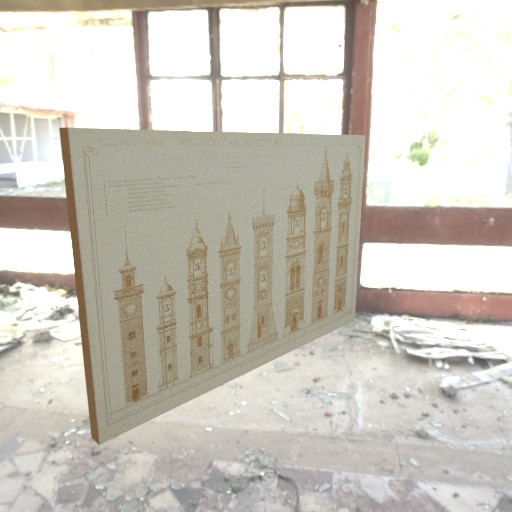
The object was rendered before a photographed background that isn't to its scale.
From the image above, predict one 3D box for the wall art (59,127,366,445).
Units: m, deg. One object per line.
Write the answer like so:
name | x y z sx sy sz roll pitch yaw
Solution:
wall art | 0.000 0.000 1.133 0.915 0.608 0.033 -14 20 -43
